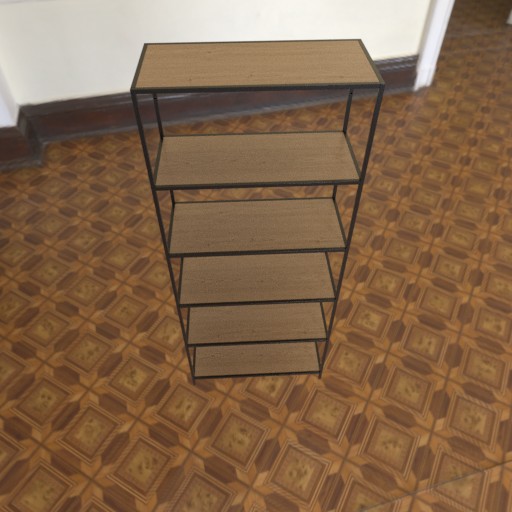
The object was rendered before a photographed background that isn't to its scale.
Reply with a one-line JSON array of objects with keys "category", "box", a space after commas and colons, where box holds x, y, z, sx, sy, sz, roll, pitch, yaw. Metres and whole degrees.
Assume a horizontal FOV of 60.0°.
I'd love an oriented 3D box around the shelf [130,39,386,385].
[{"category": "shelf", "box": [0.000, 0.000, 2.123, 0.770, 1.850, 0.350, -2, 47, -2]}]
